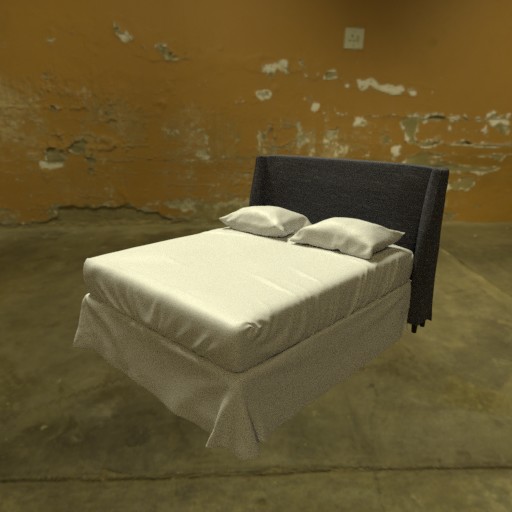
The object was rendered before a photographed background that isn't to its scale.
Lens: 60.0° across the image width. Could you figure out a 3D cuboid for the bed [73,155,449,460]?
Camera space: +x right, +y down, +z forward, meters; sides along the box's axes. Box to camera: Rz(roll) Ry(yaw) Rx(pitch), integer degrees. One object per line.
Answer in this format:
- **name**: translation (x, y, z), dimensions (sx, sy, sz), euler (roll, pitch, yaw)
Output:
- **bed**: translation (0.000, 0.000, 3.383), dimensions (1.925, 1.332, 2.276), euler (16, 23, 42)
